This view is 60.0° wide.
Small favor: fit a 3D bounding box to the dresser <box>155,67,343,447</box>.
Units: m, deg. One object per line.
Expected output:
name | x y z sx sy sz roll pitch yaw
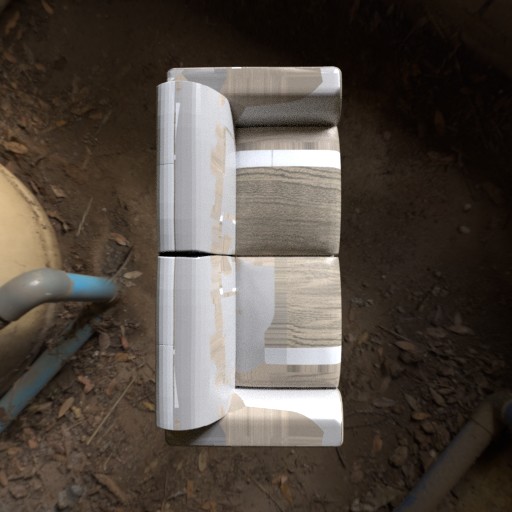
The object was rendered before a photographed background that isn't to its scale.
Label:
dresser | 0.000 0.000 5.707 2.251 1.863 4.679 0 89 1
